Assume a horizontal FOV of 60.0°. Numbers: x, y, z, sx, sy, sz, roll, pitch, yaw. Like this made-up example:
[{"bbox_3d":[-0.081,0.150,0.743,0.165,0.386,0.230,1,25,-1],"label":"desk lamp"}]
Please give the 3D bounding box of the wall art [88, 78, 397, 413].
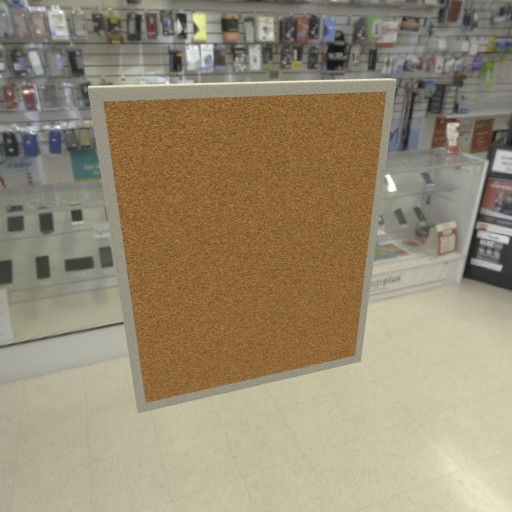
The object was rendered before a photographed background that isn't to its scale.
[{"bbox_3d":[0.000,0.000,0.733,0.444,0.536,0.020,-8,27,-17],"label":"wall art"}]
